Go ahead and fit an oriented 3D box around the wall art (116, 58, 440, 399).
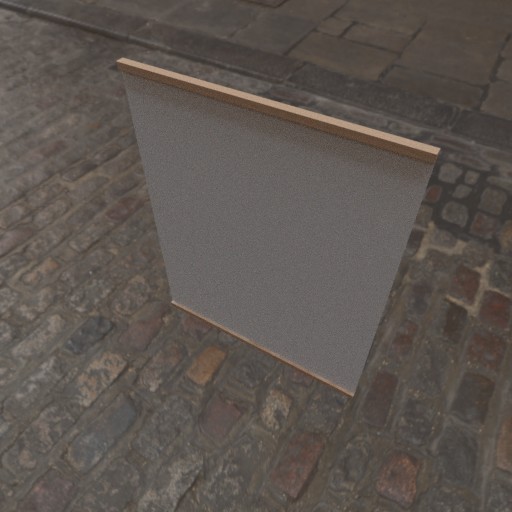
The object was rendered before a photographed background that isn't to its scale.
[{"bbox_3d":[0.000,0.000,0.677,0.405,0.508,0.012,23,51,21],"label":"wall art"}]
